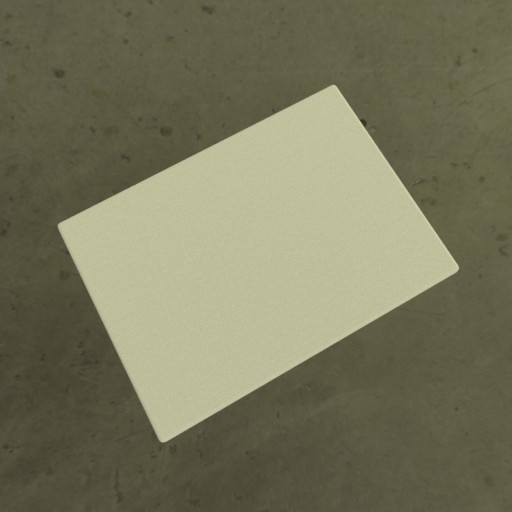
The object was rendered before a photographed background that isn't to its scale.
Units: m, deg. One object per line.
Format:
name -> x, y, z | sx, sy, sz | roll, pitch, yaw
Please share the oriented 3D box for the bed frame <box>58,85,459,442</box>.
bed frame -> 0.000, 0.000, 3.803 | 2.842, 0.680, 2.205 | -21, 78, -5
